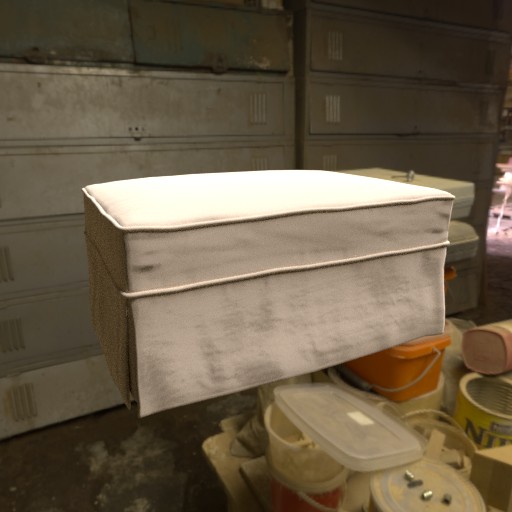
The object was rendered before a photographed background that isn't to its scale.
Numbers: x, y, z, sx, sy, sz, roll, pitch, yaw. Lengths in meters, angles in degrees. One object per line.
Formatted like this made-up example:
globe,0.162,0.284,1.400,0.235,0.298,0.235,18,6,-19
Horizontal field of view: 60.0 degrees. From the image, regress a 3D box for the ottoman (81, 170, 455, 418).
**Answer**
ottoman,0.000,0.000,1.340,0.944,0.479,0.703,-8,18,-26
